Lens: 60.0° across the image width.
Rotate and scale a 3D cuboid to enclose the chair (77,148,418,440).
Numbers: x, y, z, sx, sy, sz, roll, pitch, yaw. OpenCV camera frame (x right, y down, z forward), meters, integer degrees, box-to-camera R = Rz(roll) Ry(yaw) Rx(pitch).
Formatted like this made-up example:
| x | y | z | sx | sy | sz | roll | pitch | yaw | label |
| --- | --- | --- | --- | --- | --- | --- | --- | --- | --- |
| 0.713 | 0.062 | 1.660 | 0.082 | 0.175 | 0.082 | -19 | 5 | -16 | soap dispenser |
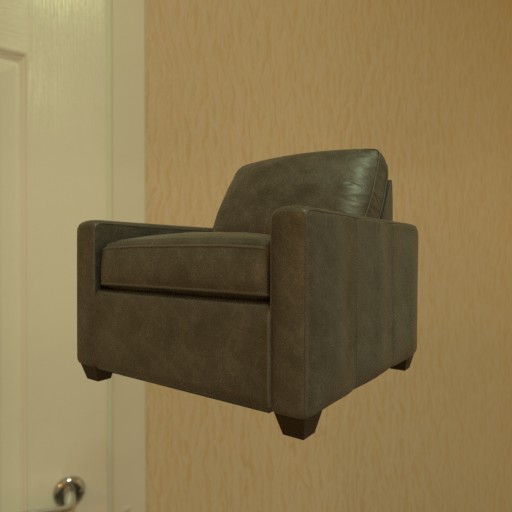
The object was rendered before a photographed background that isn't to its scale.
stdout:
| x | y | z | sx | sy | sz | roll | pitch | yaw | label |
| --- | --- | --- | --- | --- | --- | --- | --- | --- | --- |
| 0.000 | 0.000 | 1.733 | 1.006 | 0.916 | 0.939 | 0 | 1 | 36 | chair |
